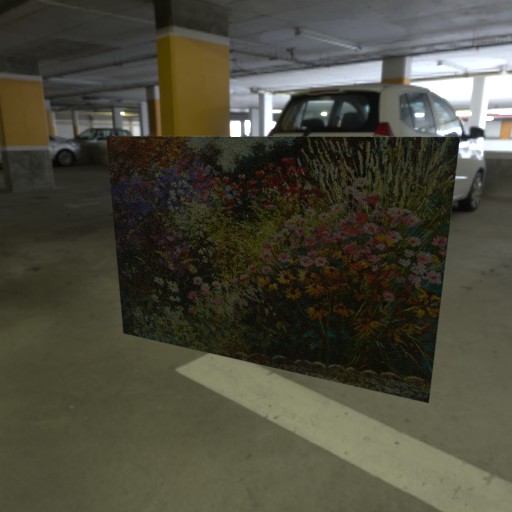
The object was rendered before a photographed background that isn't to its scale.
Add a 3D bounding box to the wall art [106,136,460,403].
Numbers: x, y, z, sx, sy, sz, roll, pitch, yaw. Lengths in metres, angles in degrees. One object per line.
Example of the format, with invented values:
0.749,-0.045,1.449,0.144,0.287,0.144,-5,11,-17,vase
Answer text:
0.000,0.000,1.158,0.908,0.604,0.037,7,17,24,wall art
